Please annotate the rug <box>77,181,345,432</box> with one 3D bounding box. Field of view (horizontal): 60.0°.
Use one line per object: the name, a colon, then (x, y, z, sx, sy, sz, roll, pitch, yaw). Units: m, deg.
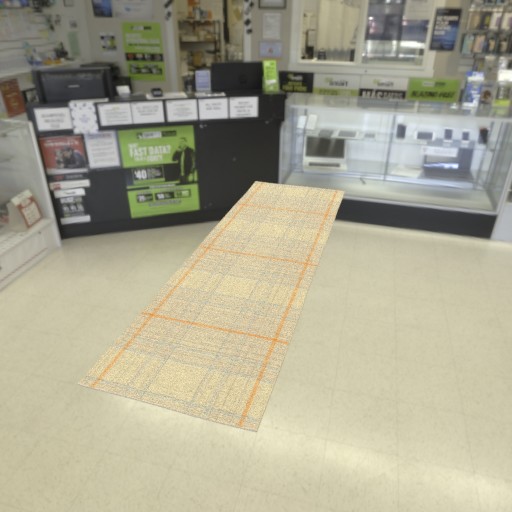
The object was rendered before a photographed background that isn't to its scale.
rug: (0.000, 0.000, 2.716, 0.770, 0.016, 2.442, 9, 31, 15)
